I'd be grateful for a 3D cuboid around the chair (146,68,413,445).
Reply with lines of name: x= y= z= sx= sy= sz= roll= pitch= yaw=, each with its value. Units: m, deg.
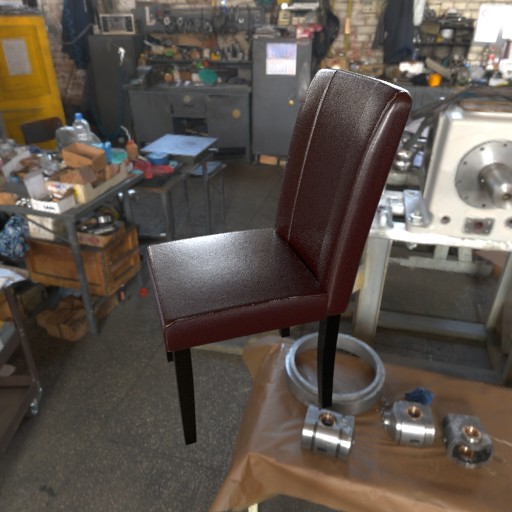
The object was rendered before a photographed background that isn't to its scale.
chair: x=0.000 y=0.000 z=1.199 sx=0.556 sy=0.897 sz=0.399 roll=-9 pitch=31 yaw=-16
